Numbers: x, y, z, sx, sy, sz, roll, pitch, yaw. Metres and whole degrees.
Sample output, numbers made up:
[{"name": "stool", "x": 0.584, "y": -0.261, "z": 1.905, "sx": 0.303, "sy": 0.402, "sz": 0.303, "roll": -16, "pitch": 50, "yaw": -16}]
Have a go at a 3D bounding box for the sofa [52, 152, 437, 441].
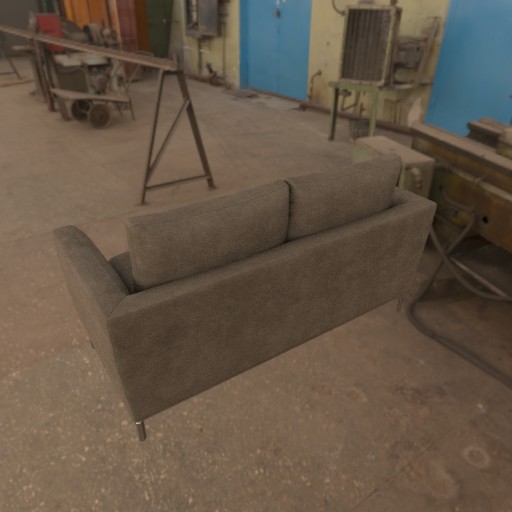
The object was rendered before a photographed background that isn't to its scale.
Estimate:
[{"name": "sofa", "x": 0.000, "y": 0.000, "z": 2.389, "sx": 1.832, "sy": 1.013, "sz": 0.855, "roll": -19, "pitch": 35, "yaw": -29}]
